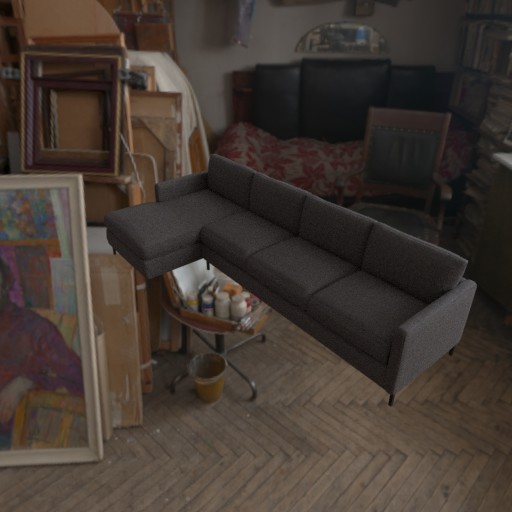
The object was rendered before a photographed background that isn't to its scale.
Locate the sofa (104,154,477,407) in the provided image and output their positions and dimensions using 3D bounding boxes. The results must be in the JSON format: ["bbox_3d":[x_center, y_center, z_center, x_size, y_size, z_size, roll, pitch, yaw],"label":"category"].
[{"bbox_3d":[0.000,0.000,3.294,1.258,0.754,2.731,-23,38,-33],"label":"sofa"}]
